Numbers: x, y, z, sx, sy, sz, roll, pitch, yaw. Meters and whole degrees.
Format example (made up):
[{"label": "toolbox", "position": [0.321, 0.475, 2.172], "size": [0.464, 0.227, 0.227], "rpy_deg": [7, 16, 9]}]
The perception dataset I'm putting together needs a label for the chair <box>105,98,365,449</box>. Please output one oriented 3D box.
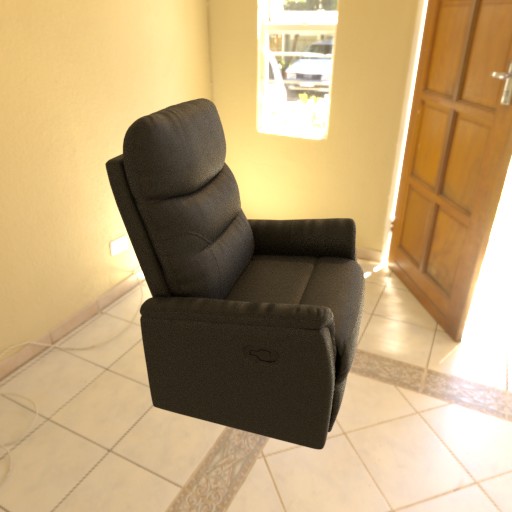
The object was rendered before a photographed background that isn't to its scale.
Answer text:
[{"label": "chair", "position": [0.000, 0.000, 1.687], "size": [0.831, 1.082, 0.775], "rpy_deg": [8, 29, 15]}]
